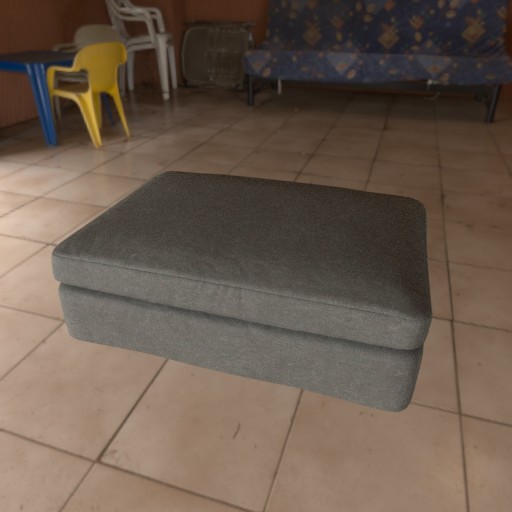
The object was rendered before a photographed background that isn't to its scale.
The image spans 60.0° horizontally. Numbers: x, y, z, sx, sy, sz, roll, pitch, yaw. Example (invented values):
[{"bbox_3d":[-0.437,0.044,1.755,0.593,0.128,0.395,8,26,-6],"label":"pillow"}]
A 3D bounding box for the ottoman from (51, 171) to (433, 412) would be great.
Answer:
[{"bbox_3d":[0.000,0.000,1.663,1.199,0.429,0.840,9,32,15],"label":"ottoman"}]
